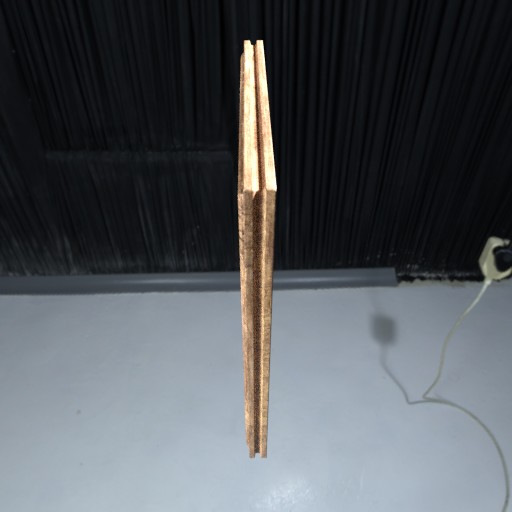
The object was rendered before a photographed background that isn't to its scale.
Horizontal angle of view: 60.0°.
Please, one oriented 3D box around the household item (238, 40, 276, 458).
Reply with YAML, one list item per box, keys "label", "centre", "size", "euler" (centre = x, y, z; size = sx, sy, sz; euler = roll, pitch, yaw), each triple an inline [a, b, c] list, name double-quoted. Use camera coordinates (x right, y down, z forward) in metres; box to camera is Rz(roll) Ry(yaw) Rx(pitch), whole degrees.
- label: "household item"
  centre: [0.000, 0.000, 0.319]
  size: [0.018, 0.237, 0.186]
  euler: [-1, 42, -1]
